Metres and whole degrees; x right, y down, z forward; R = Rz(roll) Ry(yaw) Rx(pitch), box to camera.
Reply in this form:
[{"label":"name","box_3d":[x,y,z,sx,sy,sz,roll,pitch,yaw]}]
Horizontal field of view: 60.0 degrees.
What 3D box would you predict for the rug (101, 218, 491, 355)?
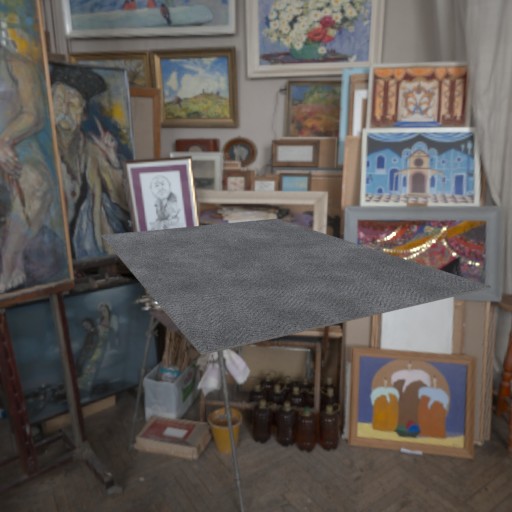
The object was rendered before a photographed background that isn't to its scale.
[{"label":"rug","box_3d":[0.000,0.000,2.900,1.600,0.008,2.235,-8,17,-26]}]
